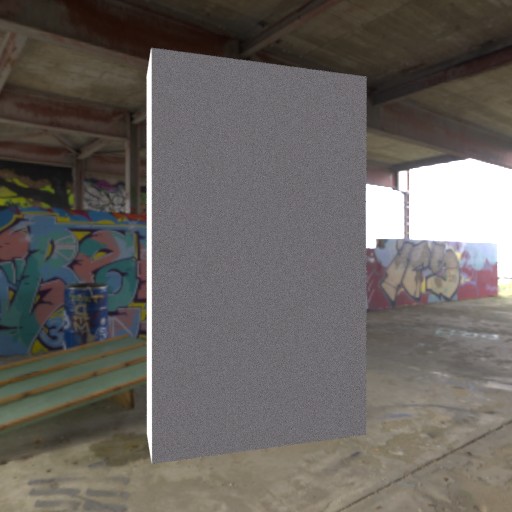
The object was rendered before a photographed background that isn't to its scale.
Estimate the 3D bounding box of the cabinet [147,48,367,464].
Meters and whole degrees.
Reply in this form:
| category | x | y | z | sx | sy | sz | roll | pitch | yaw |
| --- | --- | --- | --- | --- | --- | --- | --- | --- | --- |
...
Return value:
| category | x | y | z | sx | sy | sz | roll | pitch | yaw |
| --- | --- | --- | --- | --- | --- | --- | --- | --- | --- |
| cabinet | 0.000 | 0.000 | 1.593 | 0.750 | 1.280 | 0.250 | 0 | 0 | -17 |
